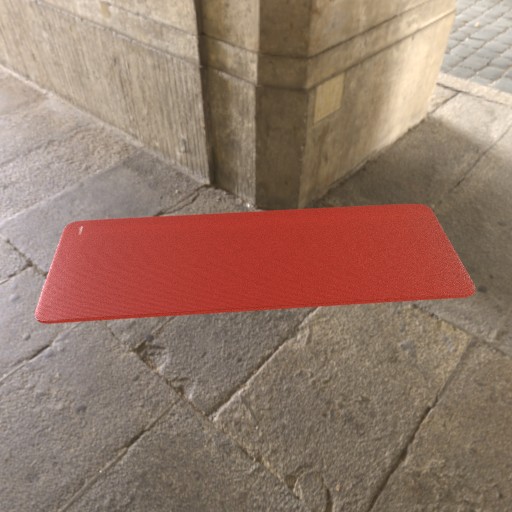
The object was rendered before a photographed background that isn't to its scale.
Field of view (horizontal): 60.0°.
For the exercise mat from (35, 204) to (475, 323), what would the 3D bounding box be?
[{"bbox_3d":[0.000,0.000,2.056,1.869,0.021,0.616,-3,46,-3],"label":"exercise mat"}]
